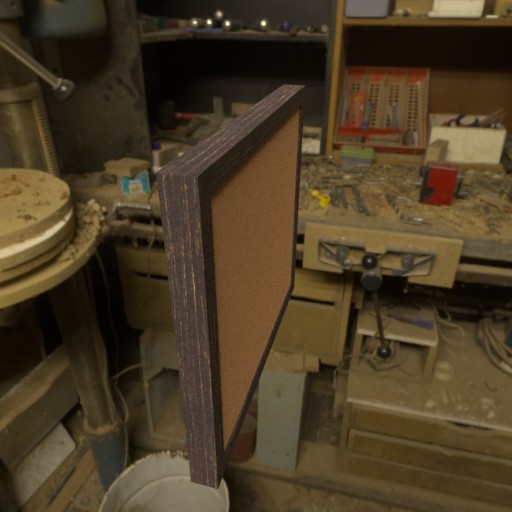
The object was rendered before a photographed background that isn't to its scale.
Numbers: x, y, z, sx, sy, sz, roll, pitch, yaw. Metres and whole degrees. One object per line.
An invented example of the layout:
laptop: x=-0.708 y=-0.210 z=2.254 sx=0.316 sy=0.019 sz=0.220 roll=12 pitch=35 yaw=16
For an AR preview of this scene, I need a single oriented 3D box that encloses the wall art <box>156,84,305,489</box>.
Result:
wall art: x=0.000 y=0.000 z=0.529 sx=0.031 sy=0.330 sz=0.381 roll=8 pitch=31 yaw=14
